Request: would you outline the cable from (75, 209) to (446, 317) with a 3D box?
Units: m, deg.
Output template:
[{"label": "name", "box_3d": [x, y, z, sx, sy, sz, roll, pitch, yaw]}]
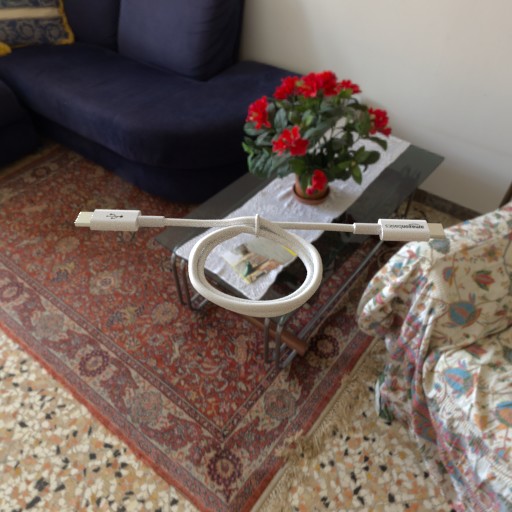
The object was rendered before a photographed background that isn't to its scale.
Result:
[{"label": "cable", "box_3d": [0.000, 0.000, 0.225, 0.203, 0.014, 0.070, 2, 46, 2]}]
